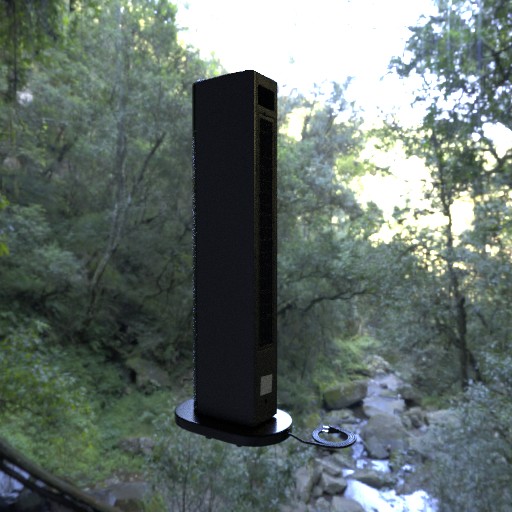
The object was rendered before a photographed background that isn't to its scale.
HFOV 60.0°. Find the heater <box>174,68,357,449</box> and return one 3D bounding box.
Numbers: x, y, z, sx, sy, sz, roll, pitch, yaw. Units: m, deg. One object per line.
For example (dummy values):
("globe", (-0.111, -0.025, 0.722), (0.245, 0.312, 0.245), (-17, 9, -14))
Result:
("heater", (0.000, 0.000, 1.066), (0.458, 0.856, 0.214), (1, 2, 36))
